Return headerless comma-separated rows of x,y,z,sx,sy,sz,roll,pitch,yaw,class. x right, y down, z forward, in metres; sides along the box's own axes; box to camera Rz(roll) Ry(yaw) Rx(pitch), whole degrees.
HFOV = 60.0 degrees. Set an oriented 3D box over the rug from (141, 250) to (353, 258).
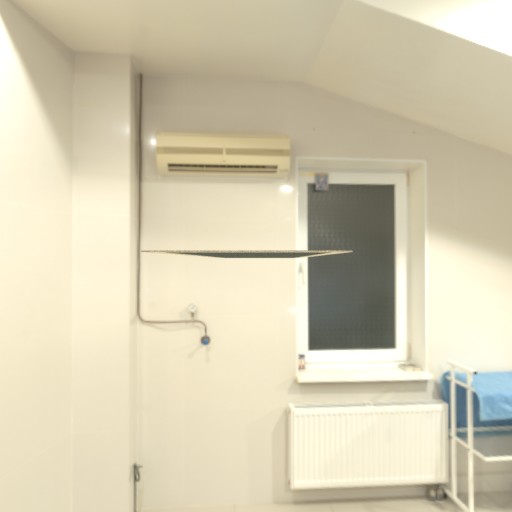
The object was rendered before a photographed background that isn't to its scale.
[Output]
0.000,0.000,2.643,0.688,0.005,2.437,0,-1,1,rug
